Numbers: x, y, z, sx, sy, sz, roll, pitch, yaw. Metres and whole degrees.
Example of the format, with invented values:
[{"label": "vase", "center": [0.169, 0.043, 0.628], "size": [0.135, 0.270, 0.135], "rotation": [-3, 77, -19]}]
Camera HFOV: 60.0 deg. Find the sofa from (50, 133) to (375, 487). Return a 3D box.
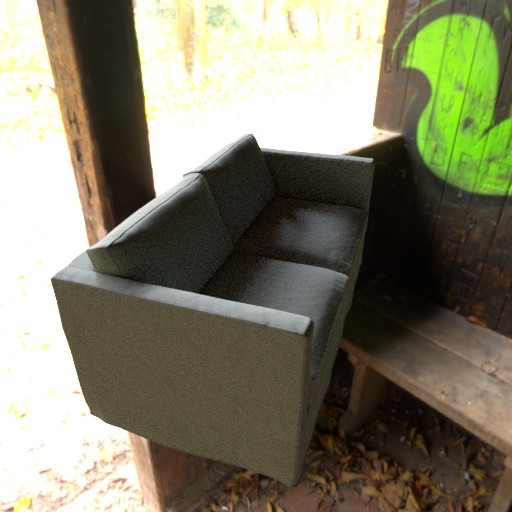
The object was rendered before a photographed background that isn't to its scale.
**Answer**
[{"label": "sofa", "center": [0.000, 0.000, 2.224], "size": [0.944, 0.830, 1.727], "rotation": [10, 32, 17]}]
